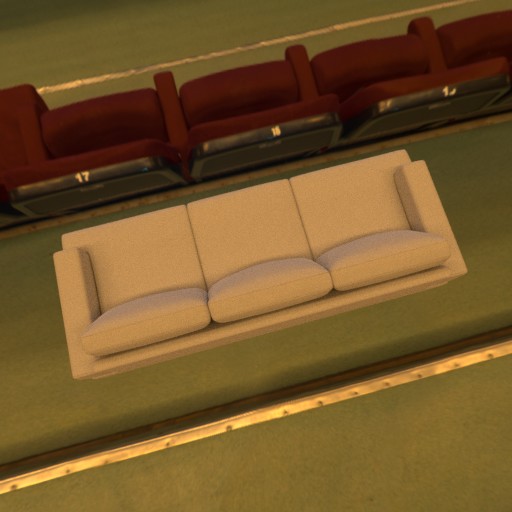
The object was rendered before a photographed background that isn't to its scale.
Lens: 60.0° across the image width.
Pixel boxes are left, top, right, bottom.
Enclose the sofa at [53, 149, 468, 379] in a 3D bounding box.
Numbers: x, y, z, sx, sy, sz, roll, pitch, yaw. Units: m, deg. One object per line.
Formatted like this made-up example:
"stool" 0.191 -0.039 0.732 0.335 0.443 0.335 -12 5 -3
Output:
"sofa" 0.000 0.000 2.737 2.310 0.810 0.920 -15 76 -4
